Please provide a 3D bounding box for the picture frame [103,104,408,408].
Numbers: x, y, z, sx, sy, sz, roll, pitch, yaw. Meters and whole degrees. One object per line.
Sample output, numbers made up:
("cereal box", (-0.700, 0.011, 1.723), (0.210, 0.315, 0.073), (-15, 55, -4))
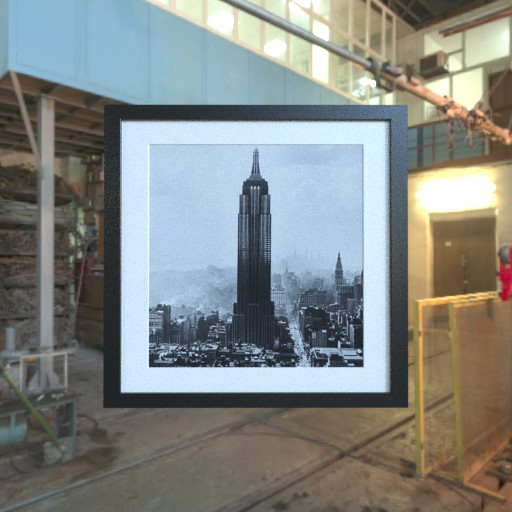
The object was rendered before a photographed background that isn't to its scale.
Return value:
("picture frame", (0.000, 0.000, 0.828), (0.559, 0.557, 0.029), (0, 0, 0))
